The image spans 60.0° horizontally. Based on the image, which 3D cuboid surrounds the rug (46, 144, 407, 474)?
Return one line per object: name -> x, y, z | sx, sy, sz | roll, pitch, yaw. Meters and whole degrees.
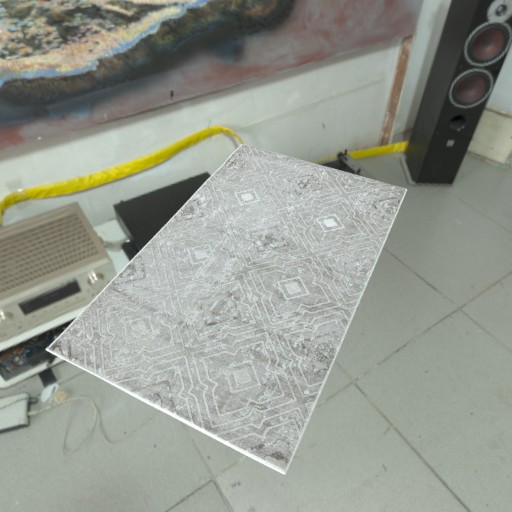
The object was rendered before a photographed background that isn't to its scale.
rug -> 0.000, 0.000, 3.093 | 1.537, 0.036, 2.447 | 20, 49, 18
